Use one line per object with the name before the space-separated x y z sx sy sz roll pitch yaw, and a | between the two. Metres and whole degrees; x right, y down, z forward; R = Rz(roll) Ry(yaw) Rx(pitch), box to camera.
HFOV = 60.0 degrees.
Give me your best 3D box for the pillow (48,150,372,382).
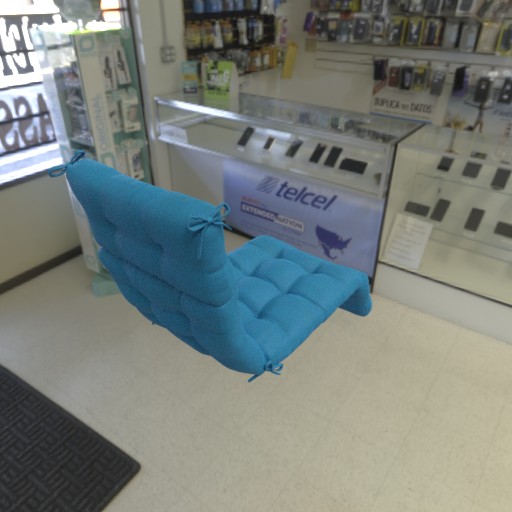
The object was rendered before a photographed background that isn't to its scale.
pillow | 0.000 0.000 1.491 0.526 0.863 1.016 23 39 32
